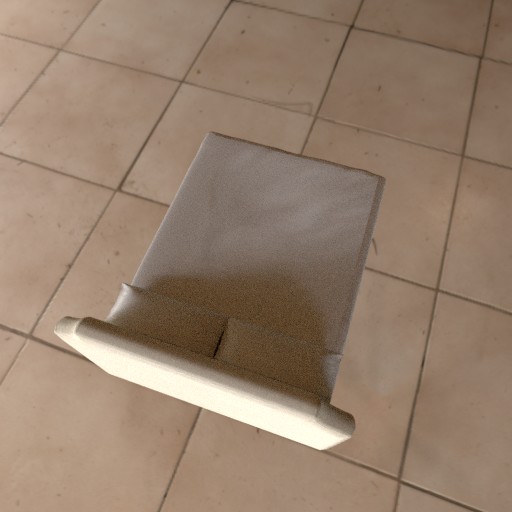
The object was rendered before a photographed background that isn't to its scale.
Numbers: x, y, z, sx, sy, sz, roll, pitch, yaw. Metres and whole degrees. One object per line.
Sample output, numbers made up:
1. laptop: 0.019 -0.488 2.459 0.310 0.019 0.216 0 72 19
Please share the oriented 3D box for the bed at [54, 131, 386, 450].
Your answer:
1. bed: 0.000 0.000 3.323 1.828 1.297 2.164 17 65 8
